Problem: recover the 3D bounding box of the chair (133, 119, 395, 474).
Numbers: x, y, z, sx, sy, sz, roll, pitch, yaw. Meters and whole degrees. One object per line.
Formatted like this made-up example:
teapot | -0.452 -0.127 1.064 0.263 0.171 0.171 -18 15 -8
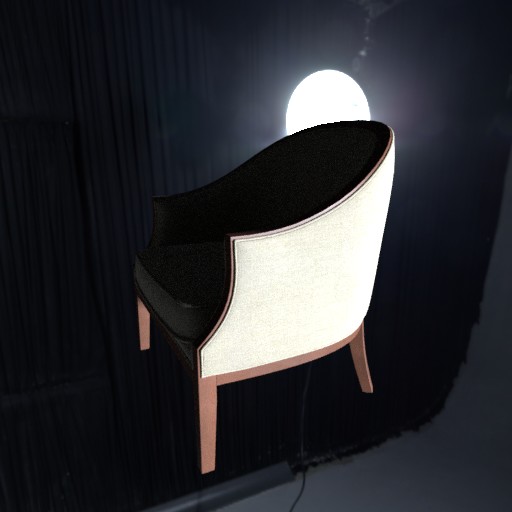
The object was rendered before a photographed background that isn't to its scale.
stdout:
chair | 0.000 0.000 1.470 0.735 0.876 0.803 -7 17 -25
